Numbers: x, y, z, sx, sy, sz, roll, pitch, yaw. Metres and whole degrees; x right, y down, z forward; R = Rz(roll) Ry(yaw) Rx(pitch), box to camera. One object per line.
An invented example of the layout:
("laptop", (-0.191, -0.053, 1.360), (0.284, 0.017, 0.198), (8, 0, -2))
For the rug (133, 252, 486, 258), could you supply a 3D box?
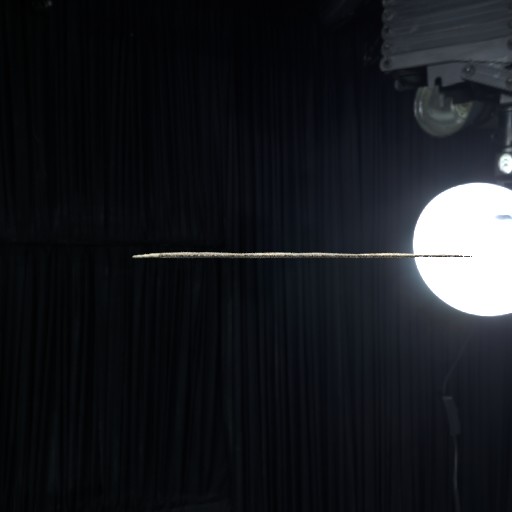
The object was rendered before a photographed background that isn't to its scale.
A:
("rug", (0.000, 0.000, 3.018), (1.529, 0.027, 2.434), (0, 0, -18))
